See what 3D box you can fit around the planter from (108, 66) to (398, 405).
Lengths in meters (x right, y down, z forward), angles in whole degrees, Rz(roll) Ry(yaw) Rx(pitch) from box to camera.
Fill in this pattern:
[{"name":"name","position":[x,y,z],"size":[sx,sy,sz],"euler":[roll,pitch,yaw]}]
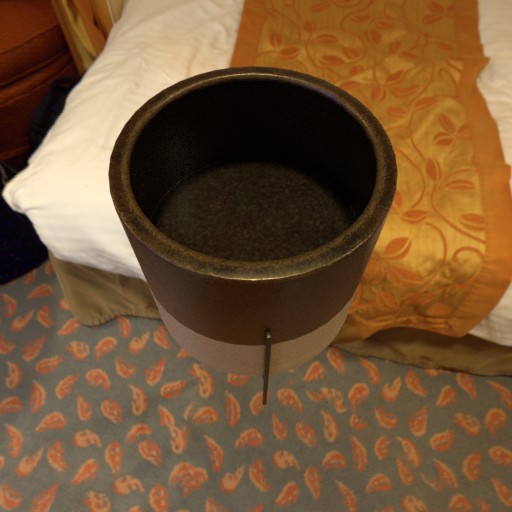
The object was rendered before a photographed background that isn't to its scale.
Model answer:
[{"name":"planter","position":[0.000,0.000,0.725],"size":[0.354,0.465,0.345],"euler":[-32,63,-18]}]
